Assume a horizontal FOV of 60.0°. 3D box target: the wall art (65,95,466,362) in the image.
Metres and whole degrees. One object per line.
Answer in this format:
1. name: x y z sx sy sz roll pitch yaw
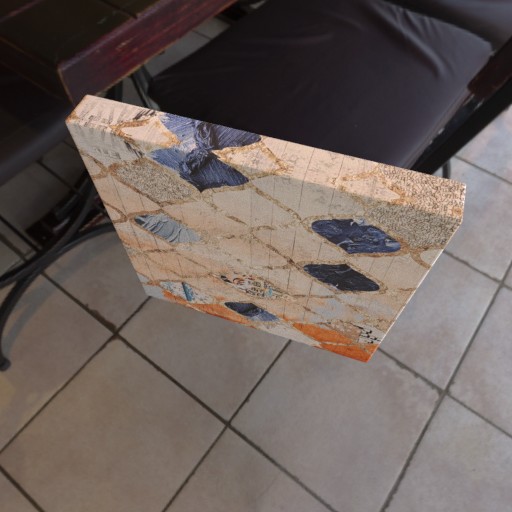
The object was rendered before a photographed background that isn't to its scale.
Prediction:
1. wall art: 0.000 0.000 0.458 0.303 0.304 0.036 16 60 9
